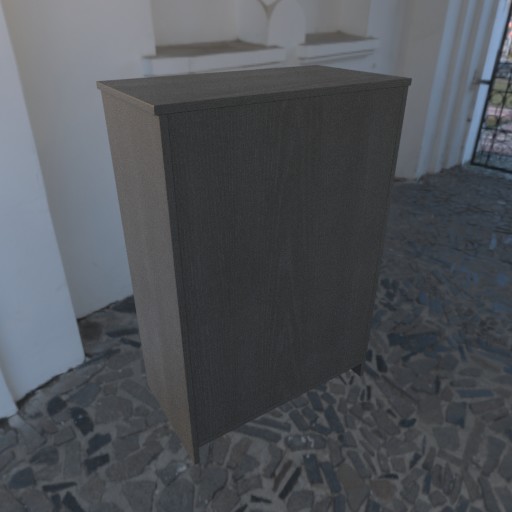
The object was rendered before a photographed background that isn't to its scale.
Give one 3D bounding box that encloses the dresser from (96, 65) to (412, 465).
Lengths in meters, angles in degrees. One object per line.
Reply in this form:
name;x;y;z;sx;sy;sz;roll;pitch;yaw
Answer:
dresser;0.000;0.000;1.367;0.700;1.020;0.398;-17;33;-28
